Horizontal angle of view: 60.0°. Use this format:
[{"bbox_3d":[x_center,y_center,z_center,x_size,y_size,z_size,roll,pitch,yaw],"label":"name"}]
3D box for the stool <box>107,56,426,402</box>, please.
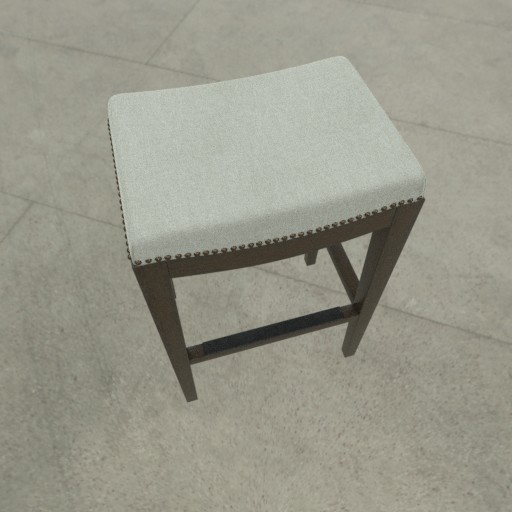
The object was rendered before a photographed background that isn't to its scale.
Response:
[{"bbox_3d":[0.000,0.000,1.047,0.498,0.759,0.358,-13,58,-9],"label":"stool"}]
